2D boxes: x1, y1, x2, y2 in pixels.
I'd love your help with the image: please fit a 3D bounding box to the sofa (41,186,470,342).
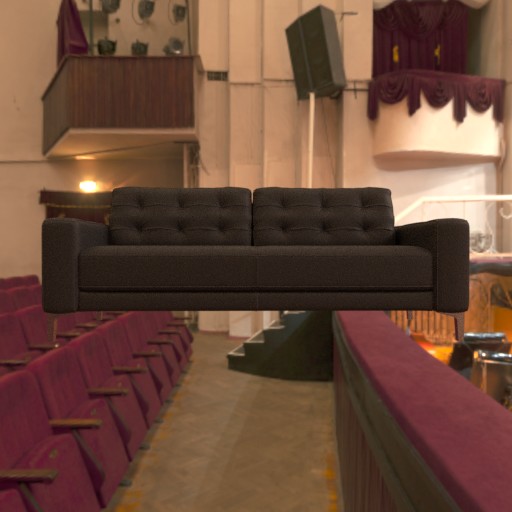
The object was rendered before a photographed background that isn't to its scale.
[{"bbox_3d":[0.000,0.000,2.713,2.275,0.893,0.833,0,1,-1],"label":"sofa"}]
